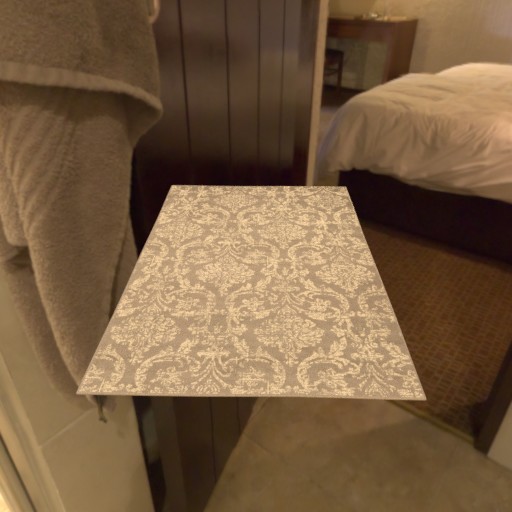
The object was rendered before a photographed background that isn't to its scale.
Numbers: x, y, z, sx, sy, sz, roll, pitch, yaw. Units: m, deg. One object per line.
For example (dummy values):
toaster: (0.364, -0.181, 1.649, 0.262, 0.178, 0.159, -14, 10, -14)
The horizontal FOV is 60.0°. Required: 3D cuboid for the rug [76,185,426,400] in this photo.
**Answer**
rug: (0.000, 0.000, 3.456, 1.819, 0.018, 2.746, 1, 32, 1)
